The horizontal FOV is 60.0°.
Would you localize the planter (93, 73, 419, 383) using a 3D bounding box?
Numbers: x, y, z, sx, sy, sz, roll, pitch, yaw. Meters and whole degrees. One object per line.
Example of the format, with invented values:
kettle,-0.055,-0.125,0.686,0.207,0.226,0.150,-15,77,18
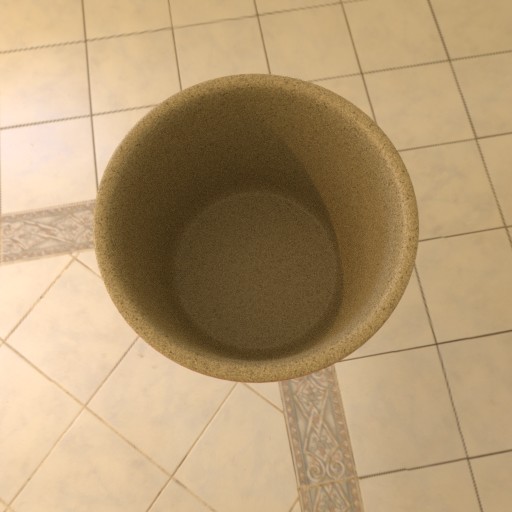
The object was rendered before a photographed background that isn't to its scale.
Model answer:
planter,0.000,0.000,0.421,0.227,0.235,0.227,0,75,0
